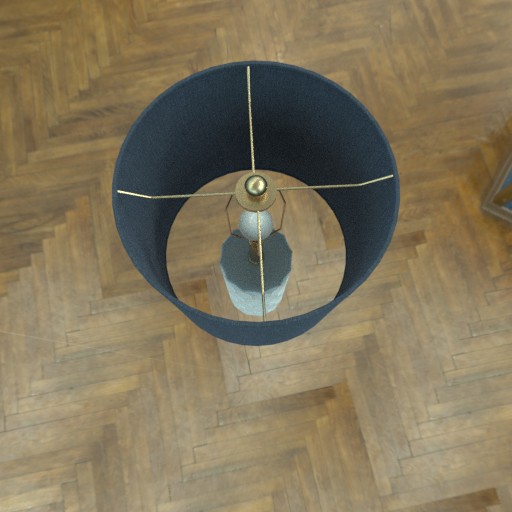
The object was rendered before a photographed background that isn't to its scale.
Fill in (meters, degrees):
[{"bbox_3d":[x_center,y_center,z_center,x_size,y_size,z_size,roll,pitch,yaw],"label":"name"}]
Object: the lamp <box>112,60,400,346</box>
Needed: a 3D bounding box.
[{"bbox_3d":[0.000,0.000,0.684,0.277,0.537,0.277,34,77,9],"label":"lamp"}]
